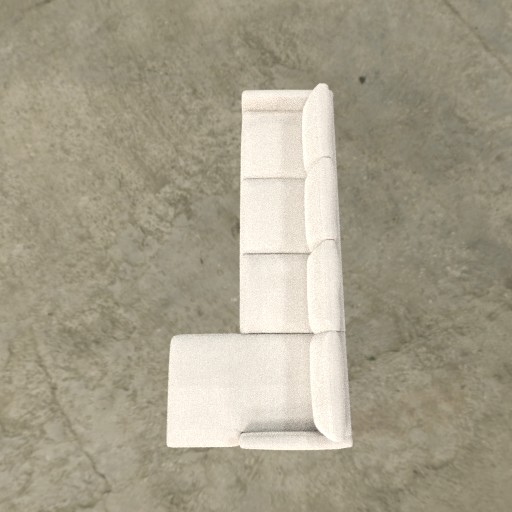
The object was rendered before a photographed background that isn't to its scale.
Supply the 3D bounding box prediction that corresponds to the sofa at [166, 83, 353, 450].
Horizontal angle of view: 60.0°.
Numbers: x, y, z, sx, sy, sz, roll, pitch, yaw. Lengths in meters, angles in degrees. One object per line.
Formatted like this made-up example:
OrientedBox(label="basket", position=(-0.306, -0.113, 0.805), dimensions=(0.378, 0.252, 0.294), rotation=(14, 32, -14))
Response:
OrientedBox(label="sofa", position=(0.000, 0.000, 3.041), dimensions=(1.126, 0.677, 2.445), rotation=(0, 74, 0))
